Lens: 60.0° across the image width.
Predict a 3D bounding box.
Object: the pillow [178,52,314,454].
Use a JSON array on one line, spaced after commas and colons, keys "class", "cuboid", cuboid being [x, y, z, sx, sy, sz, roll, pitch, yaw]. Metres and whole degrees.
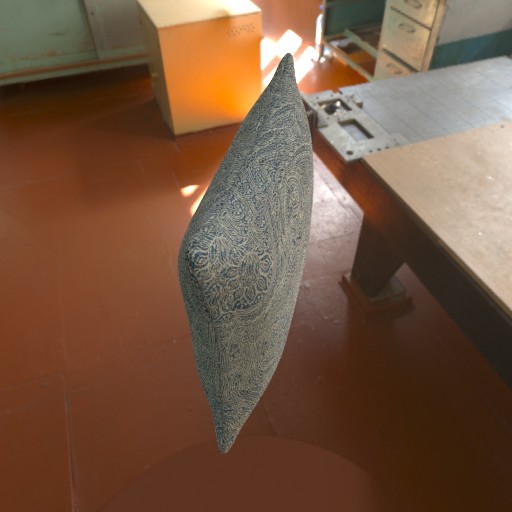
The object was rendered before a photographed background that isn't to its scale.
[{"class": "pillow", "cuboid": [0.000, 0.000, 0.789, 0.166, 0.510, 0.523, 10, 47, 10]}]
